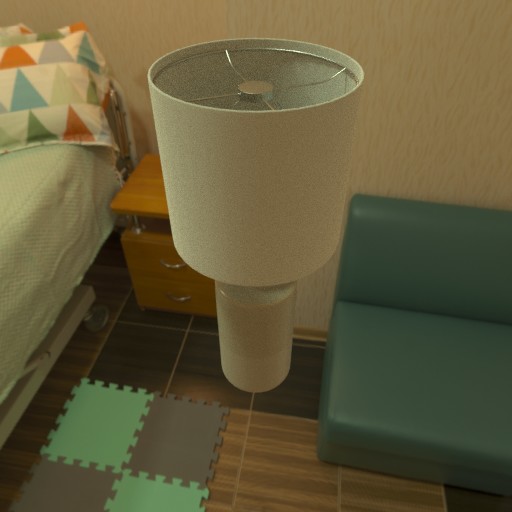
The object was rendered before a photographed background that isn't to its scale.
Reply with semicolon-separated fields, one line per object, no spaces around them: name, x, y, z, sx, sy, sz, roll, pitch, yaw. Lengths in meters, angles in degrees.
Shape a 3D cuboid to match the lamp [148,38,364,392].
lamp;0.000;0.000;0.601;0.212;0.493;0.212;-13;43;-15
